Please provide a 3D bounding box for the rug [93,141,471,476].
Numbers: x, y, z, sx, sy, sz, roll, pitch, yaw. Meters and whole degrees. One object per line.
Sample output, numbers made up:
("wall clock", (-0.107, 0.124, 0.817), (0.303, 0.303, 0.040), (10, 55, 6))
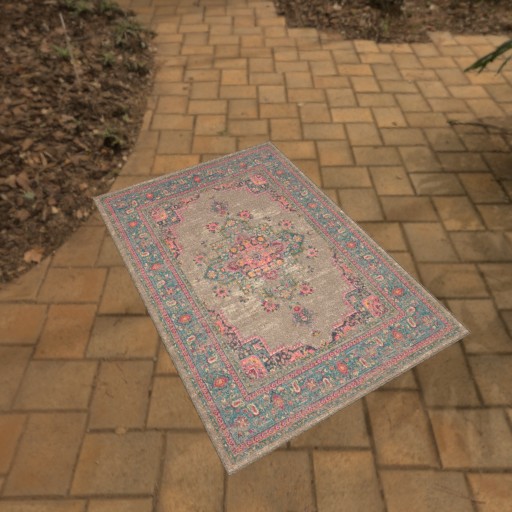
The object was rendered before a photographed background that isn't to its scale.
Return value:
("rug", (0.000, 0.000, 3.771), (2.005, 0.013, 2.890), (-23, 51, -20))
